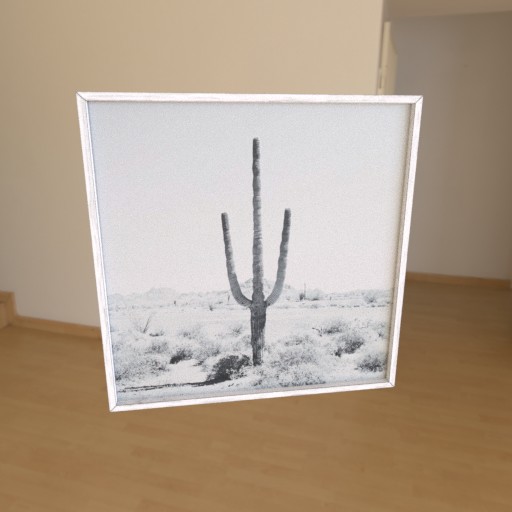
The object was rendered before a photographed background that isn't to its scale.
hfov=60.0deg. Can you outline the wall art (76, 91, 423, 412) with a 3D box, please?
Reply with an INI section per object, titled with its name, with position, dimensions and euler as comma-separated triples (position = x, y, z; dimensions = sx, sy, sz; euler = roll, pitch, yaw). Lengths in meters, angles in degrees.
[wall art]
position = 0.000, 0.000, 0.446
dimensions = 0.305, 0.305, 0.038
euler = -2, 16, -8
